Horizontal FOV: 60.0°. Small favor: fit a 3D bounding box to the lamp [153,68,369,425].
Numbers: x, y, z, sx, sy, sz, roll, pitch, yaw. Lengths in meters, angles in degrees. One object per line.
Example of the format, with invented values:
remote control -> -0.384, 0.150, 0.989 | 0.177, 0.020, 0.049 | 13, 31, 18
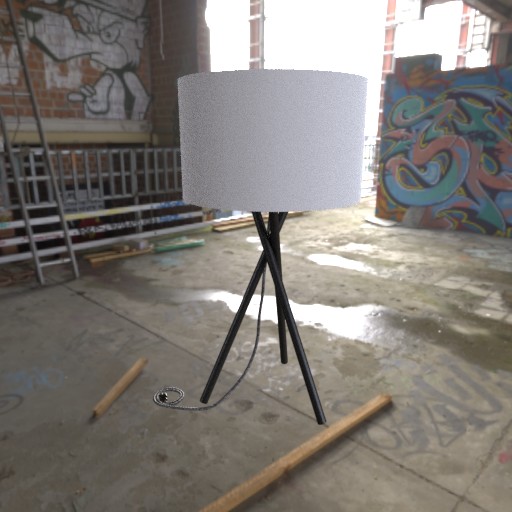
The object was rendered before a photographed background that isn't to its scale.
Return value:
lamp -> 0.000, 0.000, 0.912 | 0.422, 0.674, 0.353 | -7, 17, -25
